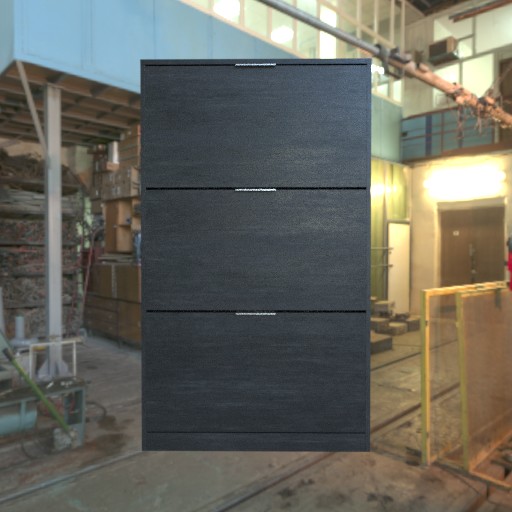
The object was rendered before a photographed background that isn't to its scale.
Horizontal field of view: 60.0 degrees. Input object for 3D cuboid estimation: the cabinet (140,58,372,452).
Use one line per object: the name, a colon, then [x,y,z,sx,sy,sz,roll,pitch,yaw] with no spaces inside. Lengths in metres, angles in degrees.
cabinet: [0.000,0.000,1.556,0.750,1.280,0.250,0,1,1]
